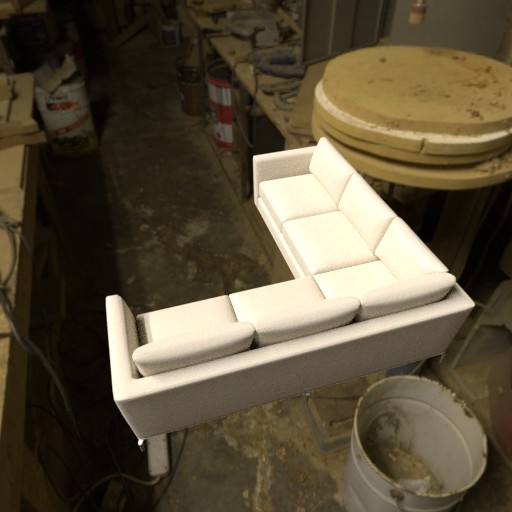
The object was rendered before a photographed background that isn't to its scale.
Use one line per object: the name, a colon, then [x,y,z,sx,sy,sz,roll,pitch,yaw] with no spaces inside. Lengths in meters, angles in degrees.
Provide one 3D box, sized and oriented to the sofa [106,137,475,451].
sofa: [0.000,0.000,3.799,2.448,0.867,2.430,-12,43,-13]
